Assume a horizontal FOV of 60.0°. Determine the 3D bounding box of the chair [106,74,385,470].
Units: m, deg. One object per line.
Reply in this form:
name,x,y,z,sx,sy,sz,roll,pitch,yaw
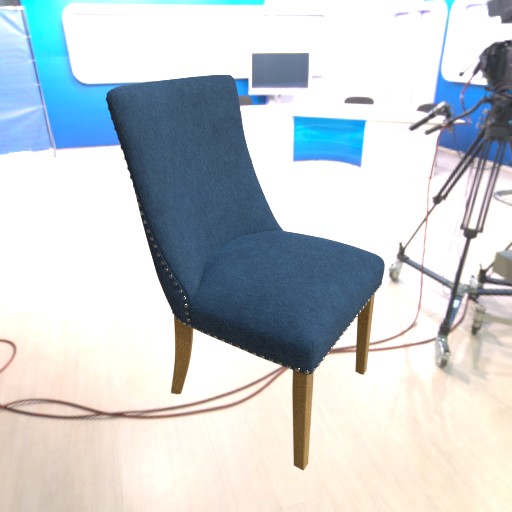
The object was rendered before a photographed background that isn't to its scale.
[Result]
chair,0.000,0.000,1.246,0.610,0.902,0.495,16,31,29
